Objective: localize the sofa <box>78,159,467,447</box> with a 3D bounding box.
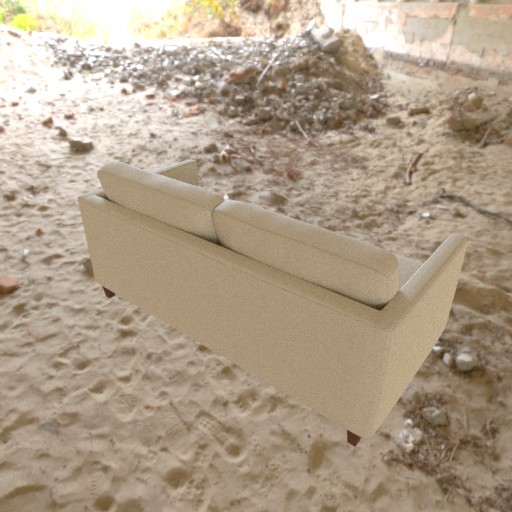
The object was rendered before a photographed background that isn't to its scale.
[{"bbox_3d":[0.000,0.000,2.518,1.981,0.889,0.965,22,36,33],"label":"sofa"}]
